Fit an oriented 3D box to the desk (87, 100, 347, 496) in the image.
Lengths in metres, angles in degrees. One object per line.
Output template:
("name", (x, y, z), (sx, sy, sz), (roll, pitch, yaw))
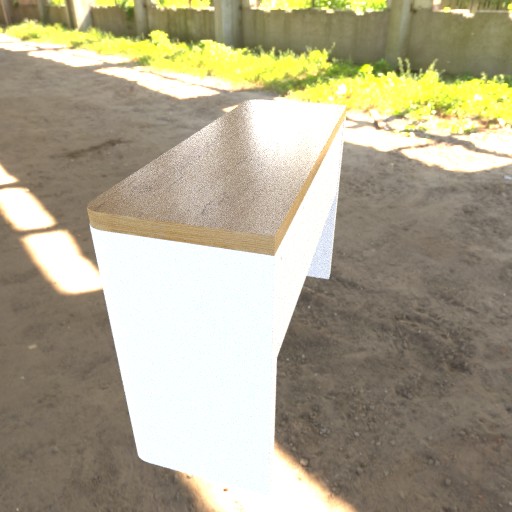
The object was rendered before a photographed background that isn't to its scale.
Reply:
("desk", (0.000, 0.000, 1.449), (0.390, 0.760, 1.100), (8, 31, 14))
